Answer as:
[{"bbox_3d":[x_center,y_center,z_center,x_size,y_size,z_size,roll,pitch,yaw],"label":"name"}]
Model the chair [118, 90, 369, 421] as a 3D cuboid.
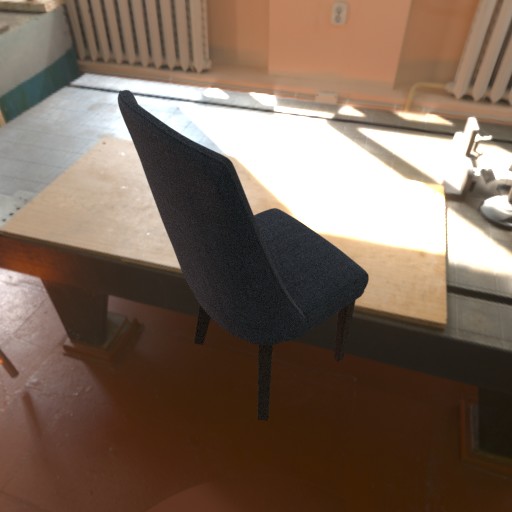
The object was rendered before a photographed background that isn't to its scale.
[{"bbox_3d":[0.000,0.000,1.347,0.577,1.050,0.510,-28,49,-27],"label":"chair"}]
